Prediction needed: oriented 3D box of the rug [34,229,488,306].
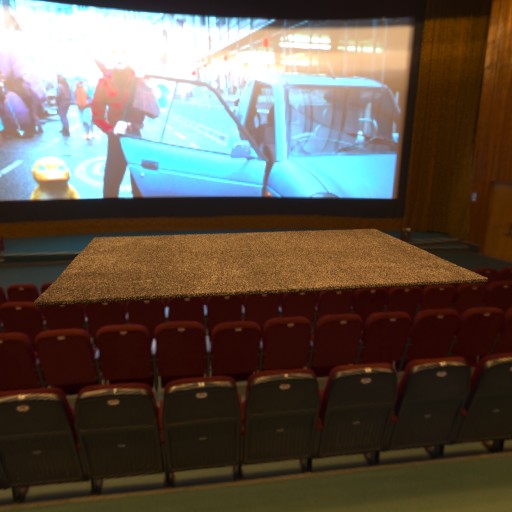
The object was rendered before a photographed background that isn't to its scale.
[{"bbox_3d":[0.000,0.000,2.973,2.352,0.025,1.501,-2,14,-9],"label":"rug"}]
